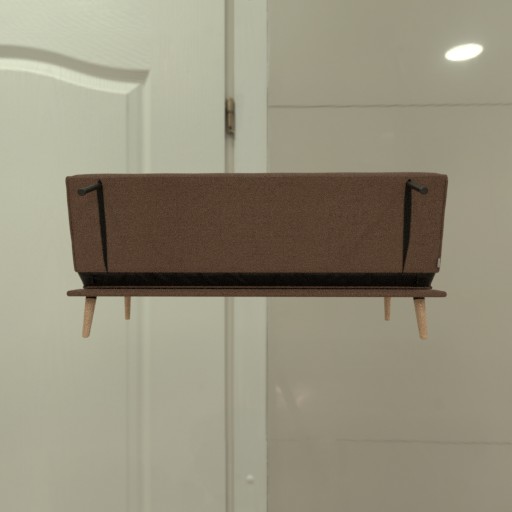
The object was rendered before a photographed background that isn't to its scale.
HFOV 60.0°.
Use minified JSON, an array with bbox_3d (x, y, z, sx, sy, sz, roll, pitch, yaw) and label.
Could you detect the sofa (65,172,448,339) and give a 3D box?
[{"bbox_3d":[0.000,0.000,2.384,1.820,0.810,1.038,0,0,2],"label":"sofa"}]
